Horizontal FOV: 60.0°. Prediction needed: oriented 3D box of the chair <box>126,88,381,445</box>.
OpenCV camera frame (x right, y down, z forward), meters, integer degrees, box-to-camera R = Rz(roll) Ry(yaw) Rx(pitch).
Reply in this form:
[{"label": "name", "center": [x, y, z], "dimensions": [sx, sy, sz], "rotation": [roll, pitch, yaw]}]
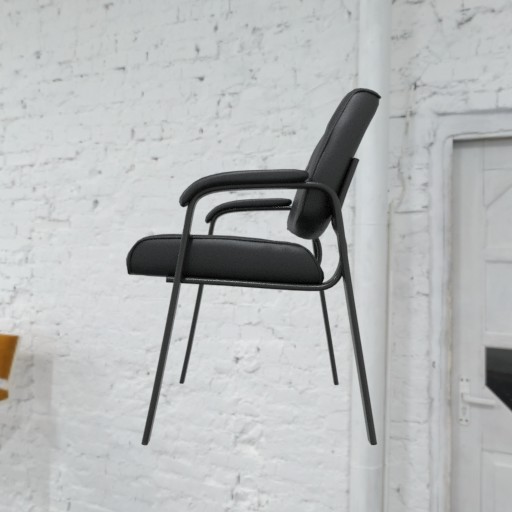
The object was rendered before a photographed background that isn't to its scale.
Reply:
[{"label": "chair", "center": [0.000, 0.000, 1.334], "dimensions": [0.668, 0.910, 0.591], "rotation": [0, 0, 0]}]
